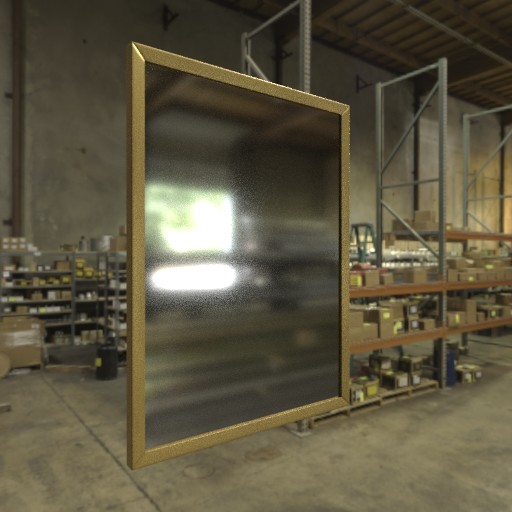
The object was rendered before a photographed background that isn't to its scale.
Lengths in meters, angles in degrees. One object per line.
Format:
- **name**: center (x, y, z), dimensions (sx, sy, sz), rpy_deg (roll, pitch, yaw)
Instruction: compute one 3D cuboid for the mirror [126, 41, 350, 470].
- **mirror**: center (0.000, 0.000, 1.292), dimensions (0.762, 1.016, 0.040), rpy_deg (0, 0, -37)
